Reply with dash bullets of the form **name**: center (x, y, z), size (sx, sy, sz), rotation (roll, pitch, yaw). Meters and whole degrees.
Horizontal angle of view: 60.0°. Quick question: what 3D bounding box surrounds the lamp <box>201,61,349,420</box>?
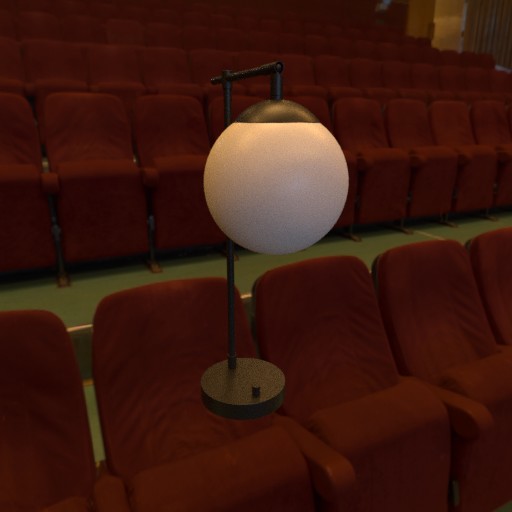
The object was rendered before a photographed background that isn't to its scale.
- **lamp**: center (0.000, 0.000, 0.697), size (0.197, 0.559, 0.316), rotation (-8, 18, -26)
